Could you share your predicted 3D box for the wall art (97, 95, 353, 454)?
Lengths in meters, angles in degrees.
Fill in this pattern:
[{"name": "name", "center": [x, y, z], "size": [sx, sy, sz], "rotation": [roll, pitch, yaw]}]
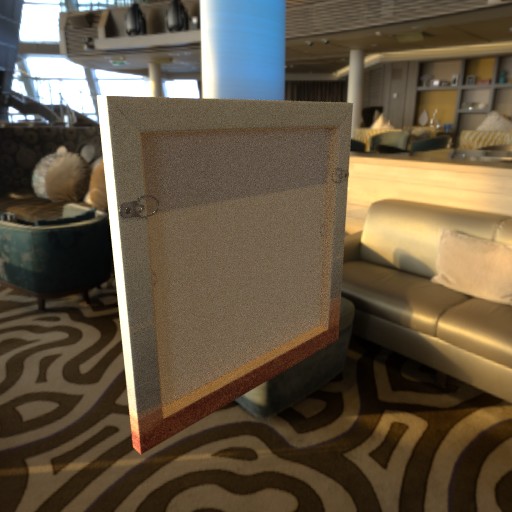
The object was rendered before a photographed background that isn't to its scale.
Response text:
[{"name": "wall art", "center": [0.000, 0.000, 0.911], "size": [0.605, 0.605, 0.034], "rotation": [-17, 24, -42]}]
